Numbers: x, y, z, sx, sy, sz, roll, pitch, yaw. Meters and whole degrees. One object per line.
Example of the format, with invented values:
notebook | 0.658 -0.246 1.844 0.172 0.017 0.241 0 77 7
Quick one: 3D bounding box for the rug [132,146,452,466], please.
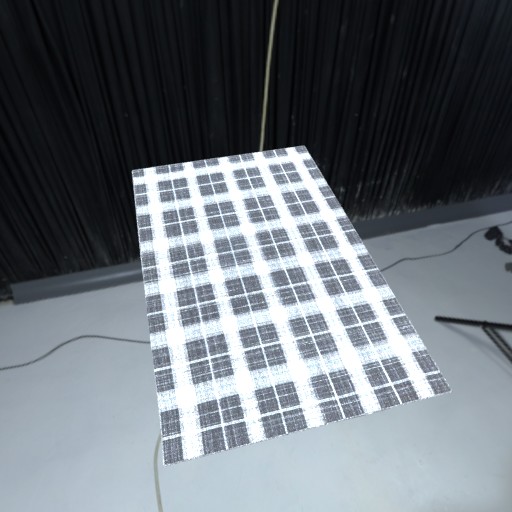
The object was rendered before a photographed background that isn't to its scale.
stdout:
rug | 0.000 0.000 3.016 1.520 0.015 2.434 -10 47 -10
